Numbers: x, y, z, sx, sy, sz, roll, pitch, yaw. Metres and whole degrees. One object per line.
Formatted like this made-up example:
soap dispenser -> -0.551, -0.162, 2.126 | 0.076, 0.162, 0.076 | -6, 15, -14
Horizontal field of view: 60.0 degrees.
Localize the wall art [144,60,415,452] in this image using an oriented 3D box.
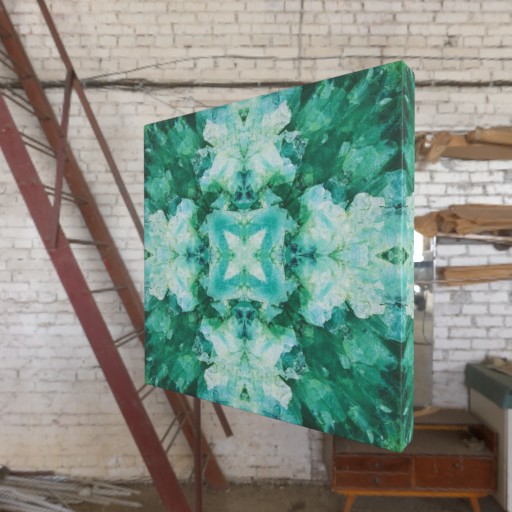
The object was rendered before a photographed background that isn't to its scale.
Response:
wall art -> 0.000, 0.000, 0.458 | 0.313, 0.313, 0.033 | 1, 1, 36
